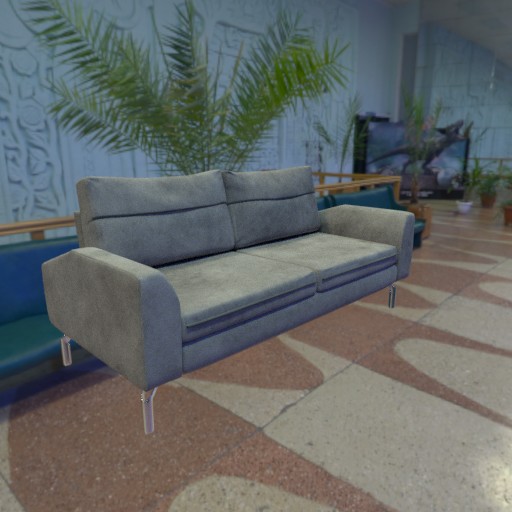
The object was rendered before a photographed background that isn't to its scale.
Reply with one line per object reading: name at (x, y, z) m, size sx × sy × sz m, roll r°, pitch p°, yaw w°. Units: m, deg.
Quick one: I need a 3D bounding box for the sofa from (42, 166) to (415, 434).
sofa at (0.000, 0.000, 2.292) m, size 1.837 × 0.859 × 0.849 m, roll -14°, pitch 20°, yaw -43°
